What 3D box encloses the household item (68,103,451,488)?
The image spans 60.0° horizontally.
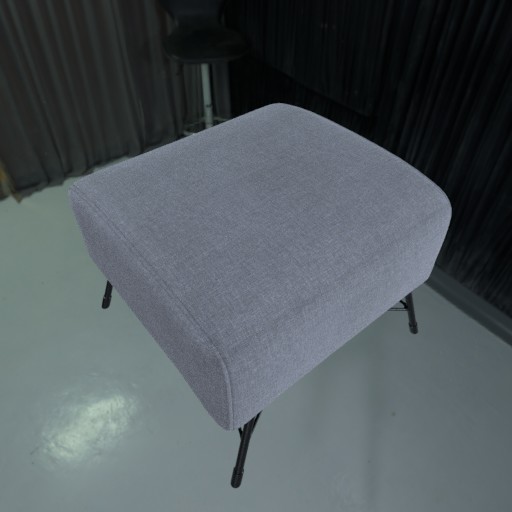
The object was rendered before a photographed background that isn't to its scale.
[{"bbox_3d":[0.000,0.000,0.890,0.530,0.410,0.530,-30,52,-27],"label":"household item"}]
